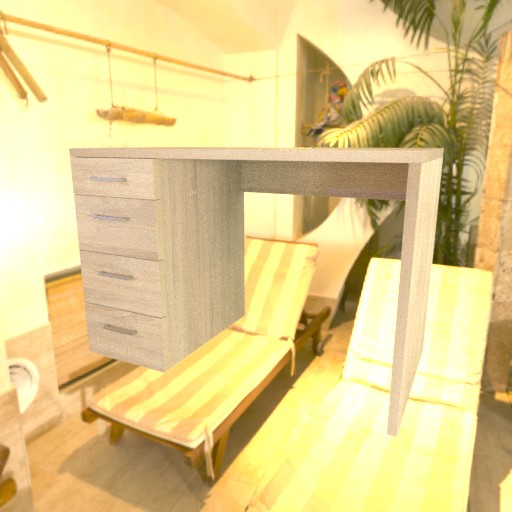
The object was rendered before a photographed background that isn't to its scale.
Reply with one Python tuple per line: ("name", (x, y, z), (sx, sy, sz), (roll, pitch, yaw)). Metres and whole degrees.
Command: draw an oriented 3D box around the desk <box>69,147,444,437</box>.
("desk", (0.000, 0.000, 1.546), (1.100, 0.731, 0.600), (7, 16, 26))
